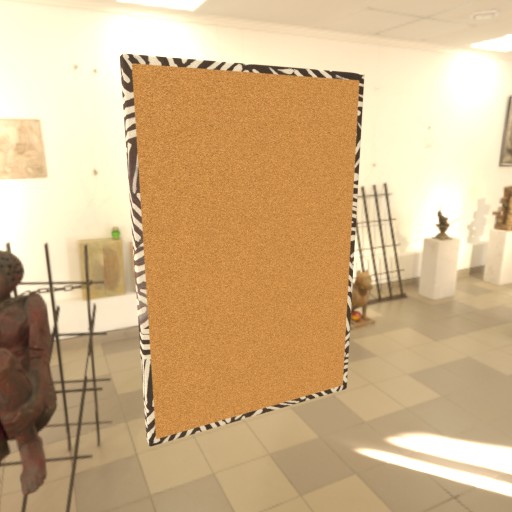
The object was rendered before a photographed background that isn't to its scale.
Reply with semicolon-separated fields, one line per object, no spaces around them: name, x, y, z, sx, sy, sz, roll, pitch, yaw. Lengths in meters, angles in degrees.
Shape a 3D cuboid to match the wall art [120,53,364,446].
wall art;0.000;0.000;1.149;0.615;0.918;0.035;-7;16;-25
